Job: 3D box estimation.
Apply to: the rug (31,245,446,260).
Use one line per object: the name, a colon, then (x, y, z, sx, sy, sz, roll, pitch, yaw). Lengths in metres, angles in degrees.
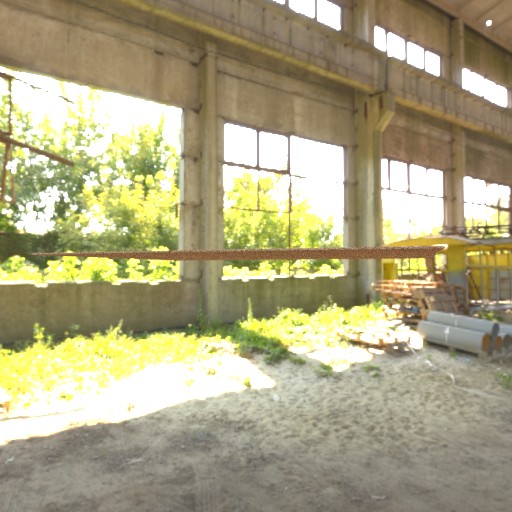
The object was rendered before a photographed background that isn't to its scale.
rug: (0.000, 0.000, 2.803, 2.141, 0.013, 1.566, -1, -2, 20)
